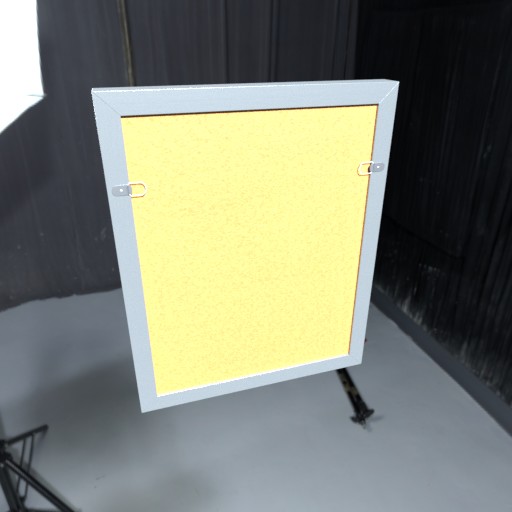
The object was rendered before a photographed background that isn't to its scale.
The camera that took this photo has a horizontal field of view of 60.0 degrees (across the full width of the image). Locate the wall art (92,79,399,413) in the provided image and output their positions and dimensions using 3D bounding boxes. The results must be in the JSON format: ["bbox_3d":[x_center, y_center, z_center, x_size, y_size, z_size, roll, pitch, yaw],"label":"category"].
[{"bbox_3d":[0.000,0.000,0.523,0.308,0.379,0.030,-8,28,-16],"label":"wall art"}]
